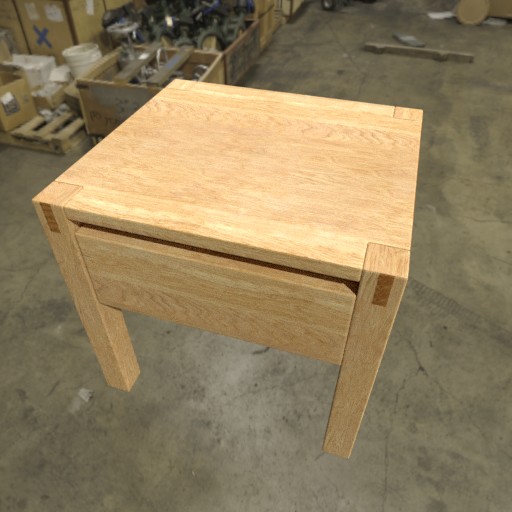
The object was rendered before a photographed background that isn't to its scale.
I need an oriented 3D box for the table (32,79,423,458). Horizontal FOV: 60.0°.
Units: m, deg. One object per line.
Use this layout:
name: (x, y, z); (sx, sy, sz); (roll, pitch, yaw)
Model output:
table: (0.000, 0.000, 0.832); (0.480, 0.450, 0.440); (12, 44, 13)
